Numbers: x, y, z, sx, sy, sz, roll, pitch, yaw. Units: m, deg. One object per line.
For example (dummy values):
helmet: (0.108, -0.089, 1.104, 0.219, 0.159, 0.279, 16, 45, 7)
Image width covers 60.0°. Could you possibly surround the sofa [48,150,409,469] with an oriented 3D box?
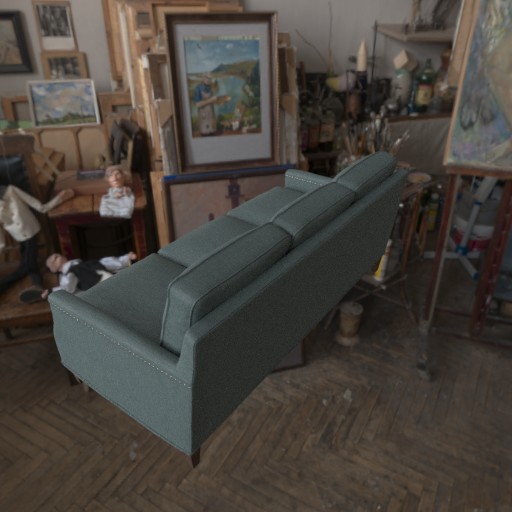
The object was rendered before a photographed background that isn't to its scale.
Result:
sofa: (0.000, 0.000, 2.788, 1.084, 1.003, 2.246, 21, 37, 31)
